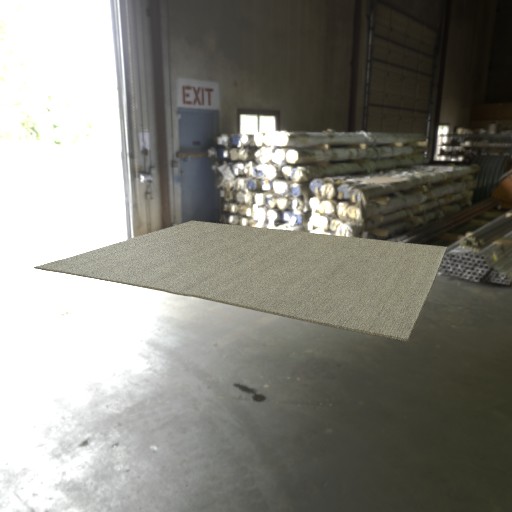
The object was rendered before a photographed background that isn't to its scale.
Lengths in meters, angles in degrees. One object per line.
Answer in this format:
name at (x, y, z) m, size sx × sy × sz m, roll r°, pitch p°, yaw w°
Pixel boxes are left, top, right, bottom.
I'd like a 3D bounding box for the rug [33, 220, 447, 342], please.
rug at (0.000, 0.000, 4.805) m, size 3.626 × 0.051 × 2.757 m, roll 8°, pitch 17°, yaw 26°
